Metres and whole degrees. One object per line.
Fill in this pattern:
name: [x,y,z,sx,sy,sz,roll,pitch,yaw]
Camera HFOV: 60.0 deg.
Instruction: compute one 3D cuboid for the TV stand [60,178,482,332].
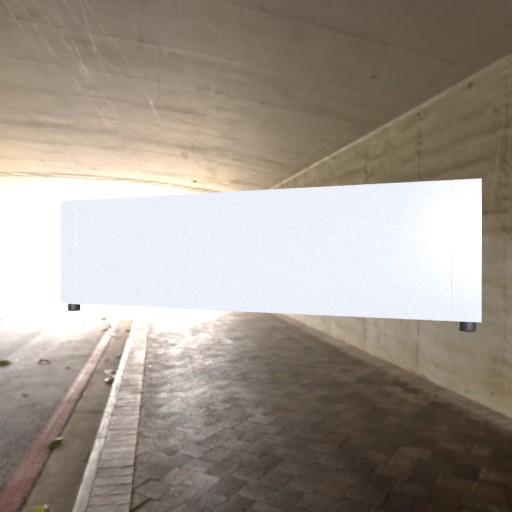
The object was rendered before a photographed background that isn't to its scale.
TV stand: [0.000,0.000,1.698,1.500,0.440,0.410,0,0,20]
